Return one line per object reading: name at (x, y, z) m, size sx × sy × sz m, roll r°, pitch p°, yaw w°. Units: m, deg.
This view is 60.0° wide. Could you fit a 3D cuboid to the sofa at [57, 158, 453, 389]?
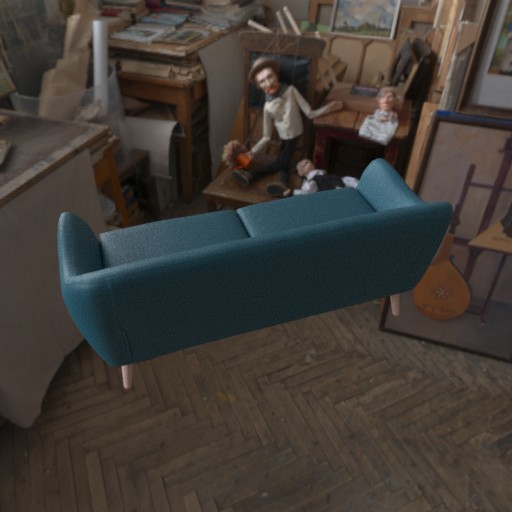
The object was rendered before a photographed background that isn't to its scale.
sofa at (0.000, 0.000, 2.268) m, size 1.840 × 0.836 × 0.820 m, roll -12°, pitch 42°, yaw -14°
